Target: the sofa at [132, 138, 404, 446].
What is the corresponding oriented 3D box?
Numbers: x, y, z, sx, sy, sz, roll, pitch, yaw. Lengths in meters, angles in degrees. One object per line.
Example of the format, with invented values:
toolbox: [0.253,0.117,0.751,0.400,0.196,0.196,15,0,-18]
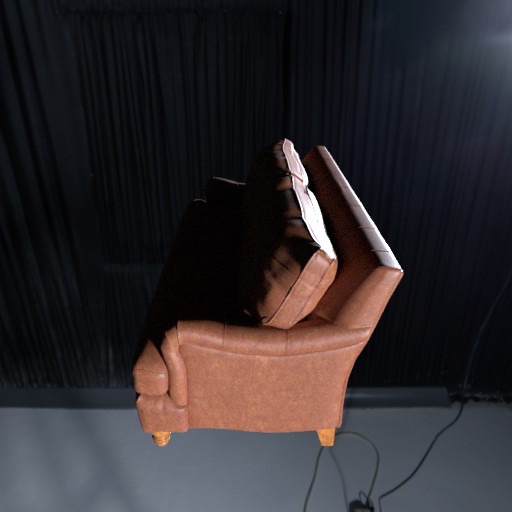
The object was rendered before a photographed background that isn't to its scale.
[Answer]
sofa: [0.000,0.000,2.823,1.147,1.071,2.144,0,27,-1]
